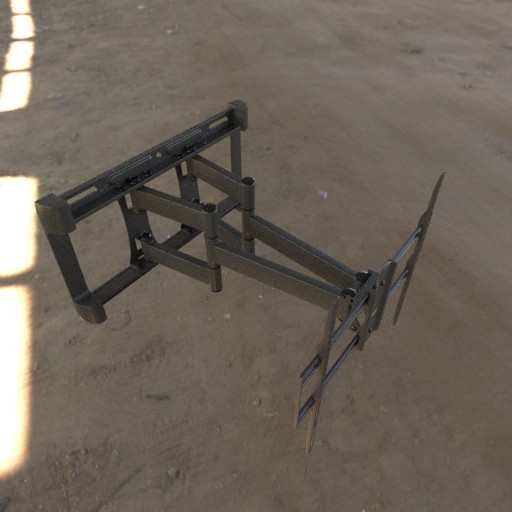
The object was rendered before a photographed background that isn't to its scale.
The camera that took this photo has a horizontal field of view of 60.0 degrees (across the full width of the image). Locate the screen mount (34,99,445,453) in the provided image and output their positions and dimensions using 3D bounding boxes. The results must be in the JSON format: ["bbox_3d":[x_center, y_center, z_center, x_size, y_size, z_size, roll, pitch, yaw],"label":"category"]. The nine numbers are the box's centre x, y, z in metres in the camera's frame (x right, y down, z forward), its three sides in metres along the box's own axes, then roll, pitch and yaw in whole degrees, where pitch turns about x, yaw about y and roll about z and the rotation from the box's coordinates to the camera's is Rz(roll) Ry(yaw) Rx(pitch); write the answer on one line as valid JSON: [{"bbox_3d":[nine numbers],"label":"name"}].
[{"bbox_3d":[0.000,0.000,0.939,0.556,0.424,0.571,27,48,27],"label":"screen mount"}]
